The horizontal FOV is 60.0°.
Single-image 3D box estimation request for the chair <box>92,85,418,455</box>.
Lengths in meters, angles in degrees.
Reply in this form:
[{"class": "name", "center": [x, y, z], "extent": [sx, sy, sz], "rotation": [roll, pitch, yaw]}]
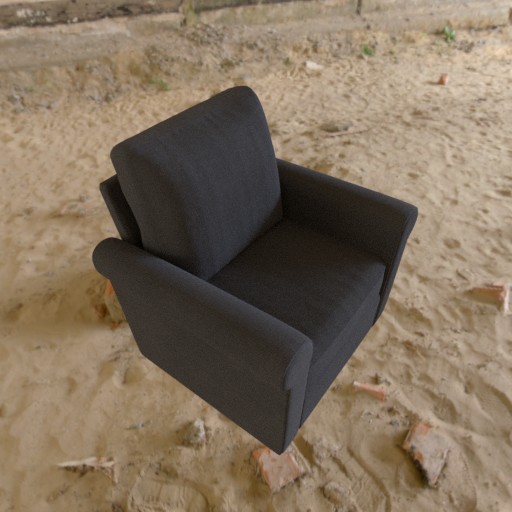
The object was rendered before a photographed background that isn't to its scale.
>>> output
[{"class": "chair", "center": [0.000, 0.000, 1.604], "extent": [0.828, 0.942, 0.867], "rotation": [27, 49, 26]}]
